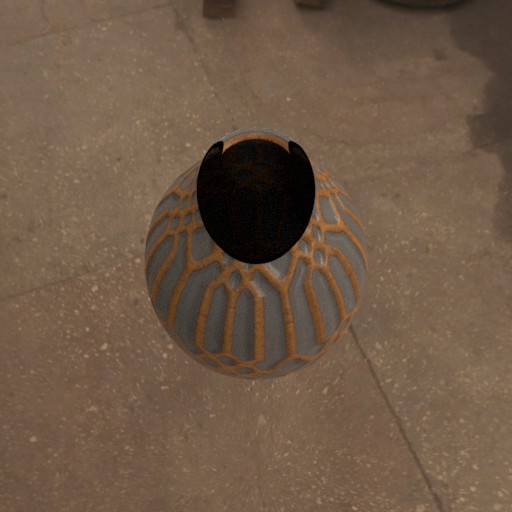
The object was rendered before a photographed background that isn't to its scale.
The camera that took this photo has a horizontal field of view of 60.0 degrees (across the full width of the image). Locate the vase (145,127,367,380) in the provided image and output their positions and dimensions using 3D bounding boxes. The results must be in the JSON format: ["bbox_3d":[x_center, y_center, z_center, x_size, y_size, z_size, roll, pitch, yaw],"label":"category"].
[{"bbox_3d":[0.000,0.000,0.136,0.069,0.088,0.069,0,63,0],"label":"vase"}]
